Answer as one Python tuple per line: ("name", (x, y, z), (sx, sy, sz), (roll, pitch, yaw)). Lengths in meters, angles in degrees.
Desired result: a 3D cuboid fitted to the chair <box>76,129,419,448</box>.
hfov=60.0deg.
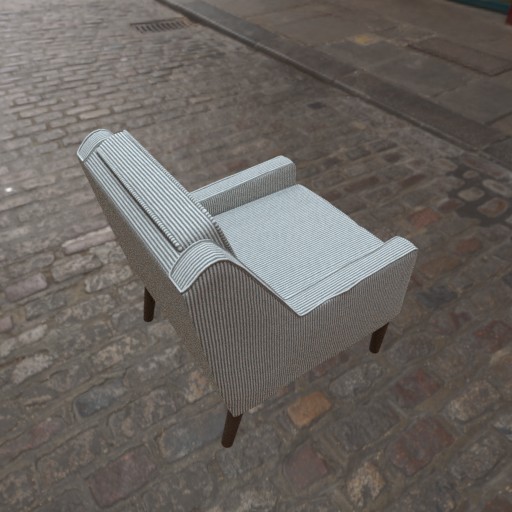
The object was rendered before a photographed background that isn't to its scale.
("chair", (0.000, 0.000, 1.364), (0.743, 0.792, 0.663), (-24, 47, -25))
